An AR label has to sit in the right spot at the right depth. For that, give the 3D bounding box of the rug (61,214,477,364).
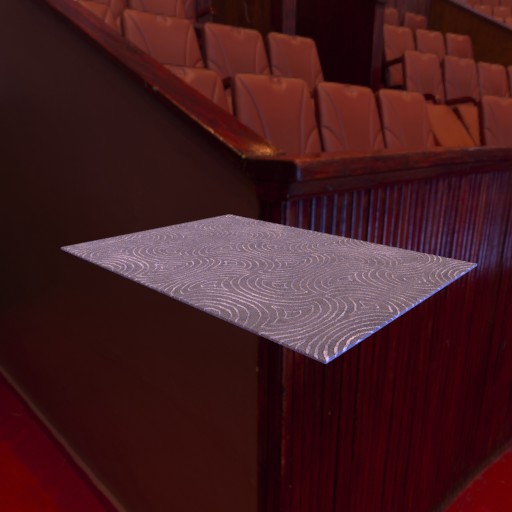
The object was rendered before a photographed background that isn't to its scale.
[{"bbox_3d":[0.000,0.000,2.793,2.144,0.015,1.543,15,23,41],"label":"rug"}]
